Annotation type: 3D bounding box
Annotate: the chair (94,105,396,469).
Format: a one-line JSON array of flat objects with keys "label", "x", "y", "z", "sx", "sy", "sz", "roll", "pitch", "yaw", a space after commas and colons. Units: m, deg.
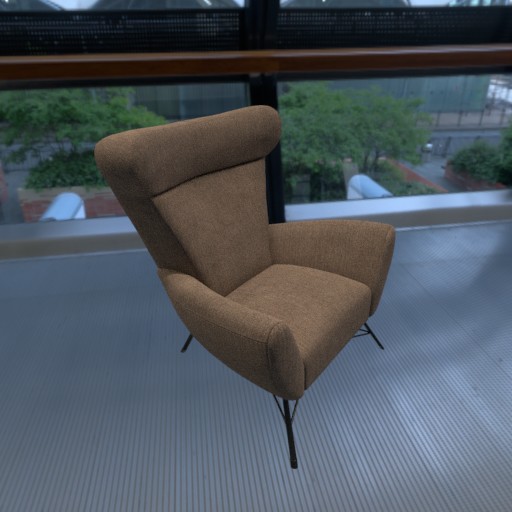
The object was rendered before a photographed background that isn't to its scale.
[{"label": "chair", "x": 0.000, "y": 0.000, "z": 1.791, "sx": 0.900, "sy": 1.040, "sz": 0.980, "roll": 18, "pitch": 31, "yaw": 32}]
